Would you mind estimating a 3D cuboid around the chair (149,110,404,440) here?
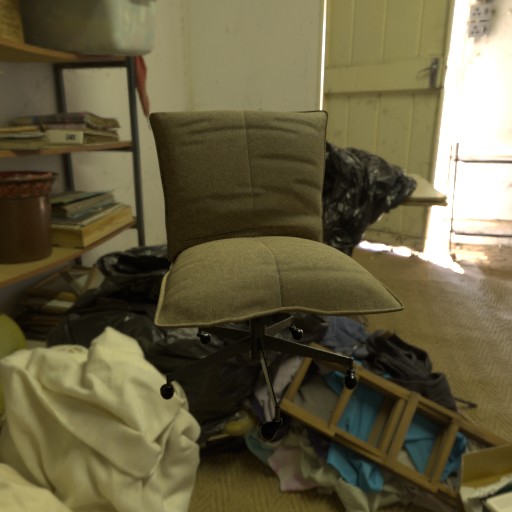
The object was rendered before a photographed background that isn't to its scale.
[{"bbox_3d":[0.000,0.000,1.268,0.597,0.811,0.696,-3,17,-8],"label":"chair"}]
